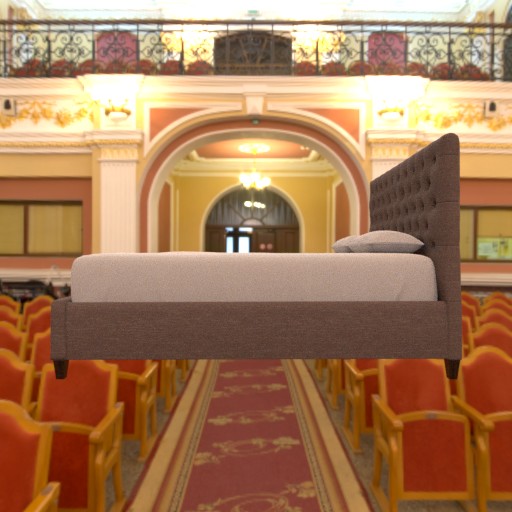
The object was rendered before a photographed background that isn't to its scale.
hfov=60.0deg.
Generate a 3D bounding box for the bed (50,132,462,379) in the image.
[{"bbox_3d":[0.000,0.000,3.381,2.387,1.427,1.698,0,0,0],"label":"bed"}]
